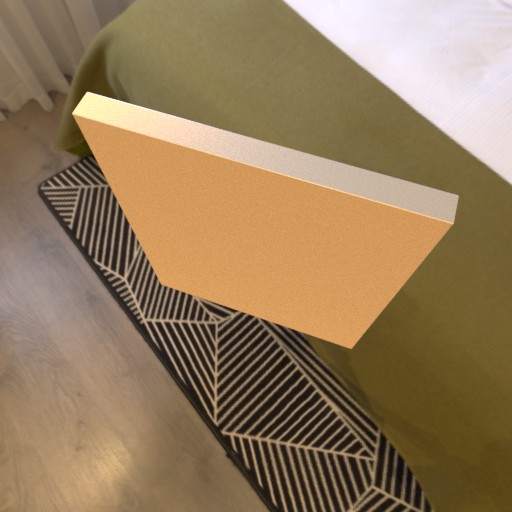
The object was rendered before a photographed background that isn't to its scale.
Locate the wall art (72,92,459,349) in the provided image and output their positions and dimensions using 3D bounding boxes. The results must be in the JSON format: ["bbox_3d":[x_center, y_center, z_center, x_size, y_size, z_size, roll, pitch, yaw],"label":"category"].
[{"bbox_3d":[0.000,0.000,0.752,0.452,0.549,0.038,18,66,8],"label":"wall art"}]
